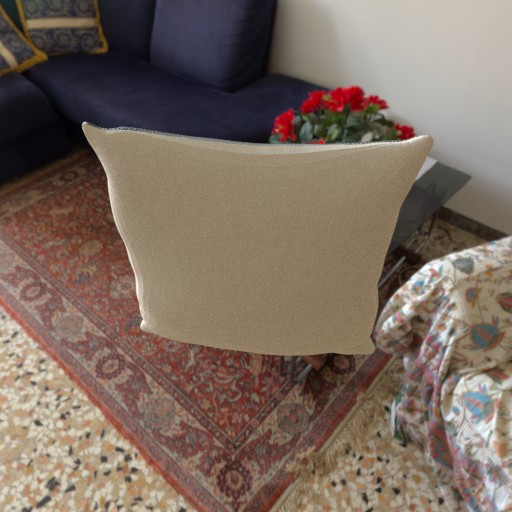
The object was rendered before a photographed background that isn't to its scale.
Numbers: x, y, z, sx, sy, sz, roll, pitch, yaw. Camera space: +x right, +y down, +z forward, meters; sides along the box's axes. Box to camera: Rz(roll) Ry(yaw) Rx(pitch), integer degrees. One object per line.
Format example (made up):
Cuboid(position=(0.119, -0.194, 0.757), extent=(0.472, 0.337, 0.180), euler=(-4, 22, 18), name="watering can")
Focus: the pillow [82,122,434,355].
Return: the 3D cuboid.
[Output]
Cuboid(position=(0.000, 0.000, 0.687), extent=(0.440, 0.441, 0.182), euler=(4, 45, 4), name="pillow")
